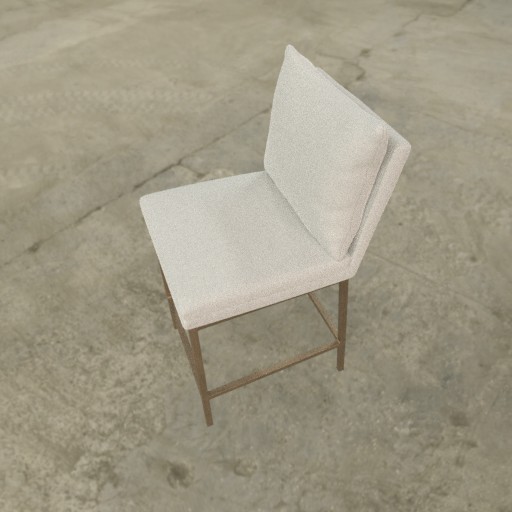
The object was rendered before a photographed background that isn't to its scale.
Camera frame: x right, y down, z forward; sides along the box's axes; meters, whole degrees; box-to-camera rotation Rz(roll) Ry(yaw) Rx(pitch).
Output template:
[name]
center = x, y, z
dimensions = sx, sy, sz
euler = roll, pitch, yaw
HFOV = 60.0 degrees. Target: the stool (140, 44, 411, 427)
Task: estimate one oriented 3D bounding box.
[stool]
center = 0.000, 0.000, 1.341
dimensions = 0.572, 1.032, 0.463
euler = -17, 49, -15
